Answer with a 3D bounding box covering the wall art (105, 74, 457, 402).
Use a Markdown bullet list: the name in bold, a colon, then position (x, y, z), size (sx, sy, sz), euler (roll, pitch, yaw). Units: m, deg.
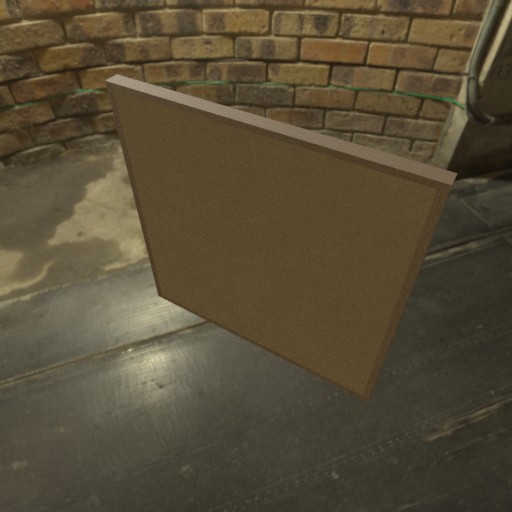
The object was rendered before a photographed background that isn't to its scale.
- **wall art**: position (0.000, 0.000, 1.138), size (0.761, 0.758, 0.038), euler (23, 50, 21)
